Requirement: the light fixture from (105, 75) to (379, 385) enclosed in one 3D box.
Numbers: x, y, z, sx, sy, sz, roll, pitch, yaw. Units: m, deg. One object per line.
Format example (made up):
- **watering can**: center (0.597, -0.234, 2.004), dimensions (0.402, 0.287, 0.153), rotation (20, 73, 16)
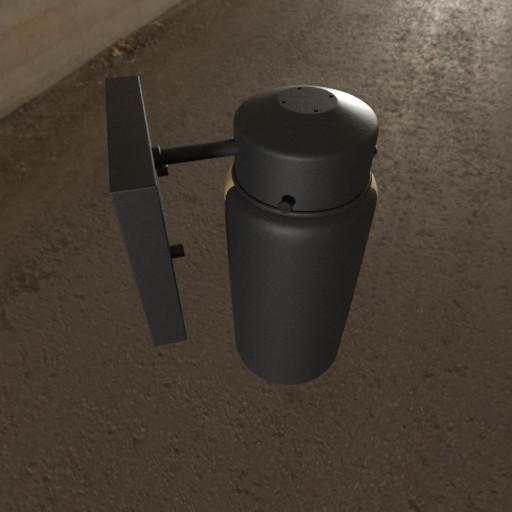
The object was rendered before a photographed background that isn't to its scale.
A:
- **light fixture**: center (0.000, 0.000, 0.358), dimensions (0.176, 0.257, 0.130), rotation (-10, 46, -10)
